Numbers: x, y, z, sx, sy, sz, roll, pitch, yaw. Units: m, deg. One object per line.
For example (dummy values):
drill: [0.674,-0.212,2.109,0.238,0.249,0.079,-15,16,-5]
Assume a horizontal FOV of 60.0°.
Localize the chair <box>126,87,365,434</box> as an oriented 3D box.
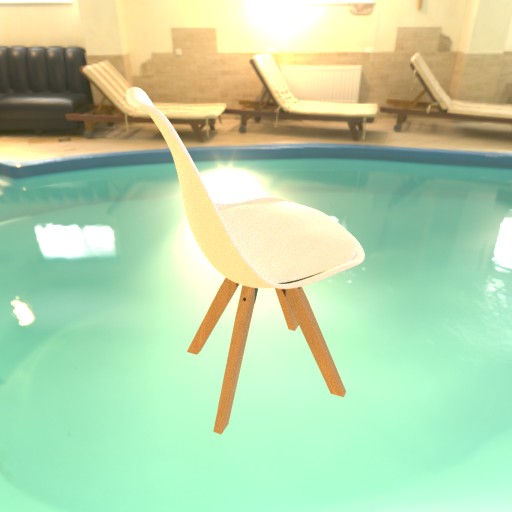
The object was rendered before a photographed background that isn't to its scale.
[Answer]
chair: [0.000,0.000,1.181,0.550,0.849,0.485,-11,32,-17]
